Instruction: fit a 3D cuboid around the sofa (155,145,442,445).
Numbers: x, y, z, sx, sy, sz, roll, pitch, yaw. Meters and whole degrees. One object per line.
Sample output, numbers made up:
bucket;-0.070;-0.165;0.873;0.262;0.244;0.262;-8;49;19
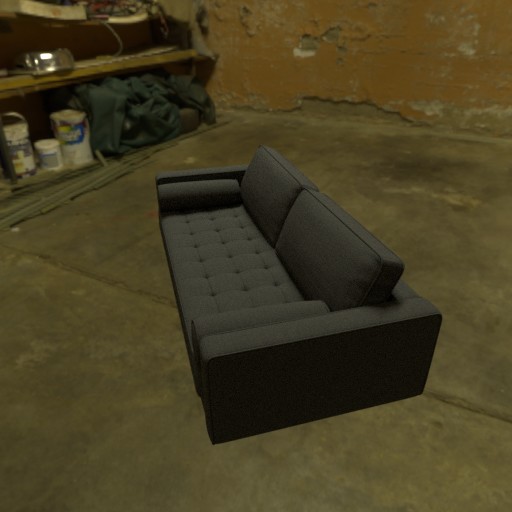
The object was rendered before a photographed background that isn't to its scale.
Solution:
sofa;0.000;0.000;2.384;0.914;0.759;1.875;-8;31;-14
